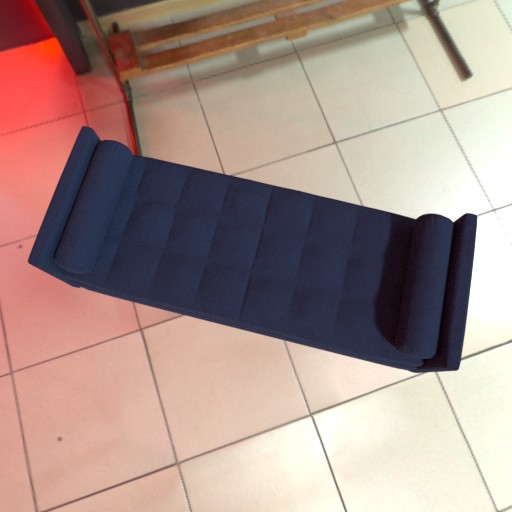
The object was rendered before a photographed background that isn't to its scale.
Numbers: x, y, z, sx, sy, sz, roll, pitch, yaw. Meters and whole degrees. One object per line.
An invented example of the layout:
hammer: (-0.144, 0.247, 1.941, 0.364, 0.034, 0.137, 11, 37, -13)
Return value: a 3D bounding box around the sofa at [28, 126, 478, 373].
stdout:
sofa: (0.000, 0.000, 2.461, 2.102, 0.657, 0.797, 14, 75, 4)
